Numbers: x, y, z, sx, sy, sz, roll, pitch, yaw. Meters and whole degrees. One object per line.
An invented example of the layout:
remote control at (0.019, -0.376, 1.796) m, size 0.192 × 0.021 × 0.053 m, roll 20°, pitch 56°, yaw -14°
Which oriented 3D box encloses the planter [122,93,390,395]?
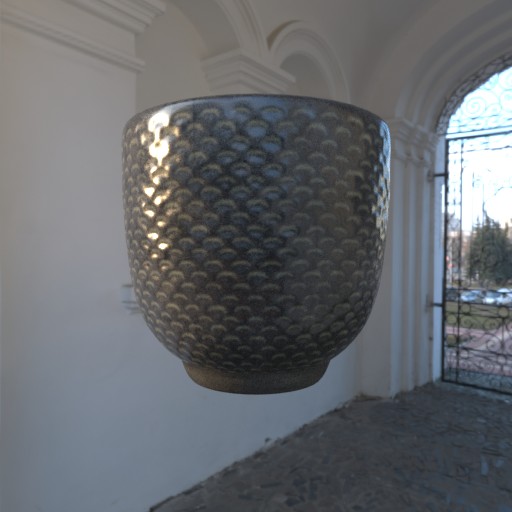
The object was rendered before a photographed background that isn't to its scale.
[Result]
planter at (0.000, 0.000, 0.298) m, size 0.172 × 0.160 × 0.172 m, roll 0°, pitch 1°, yaw 0°
